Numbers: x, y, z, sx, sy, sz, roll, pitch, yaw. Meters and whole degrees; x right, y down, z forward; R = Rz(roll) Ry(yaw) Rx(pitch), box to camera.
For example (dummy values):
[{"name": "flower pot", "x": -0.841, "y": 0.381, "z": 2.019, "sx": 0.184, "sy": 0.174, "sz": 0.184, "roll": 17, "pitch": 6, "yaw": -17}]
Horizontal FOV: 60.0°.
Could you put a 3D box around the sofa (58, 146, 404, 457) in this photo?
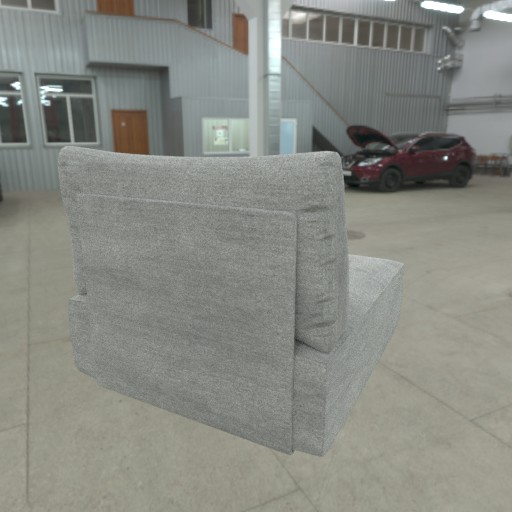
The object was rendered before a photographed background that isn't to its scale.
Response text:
[{"name": "sofa", "x": 0.000, "y": 0.000, "z": 1.681, "sx": 0.930, "sy": 0.820, "sz": 1.000, "roll": 8, "pitch": 17, "yaw": 27}]
